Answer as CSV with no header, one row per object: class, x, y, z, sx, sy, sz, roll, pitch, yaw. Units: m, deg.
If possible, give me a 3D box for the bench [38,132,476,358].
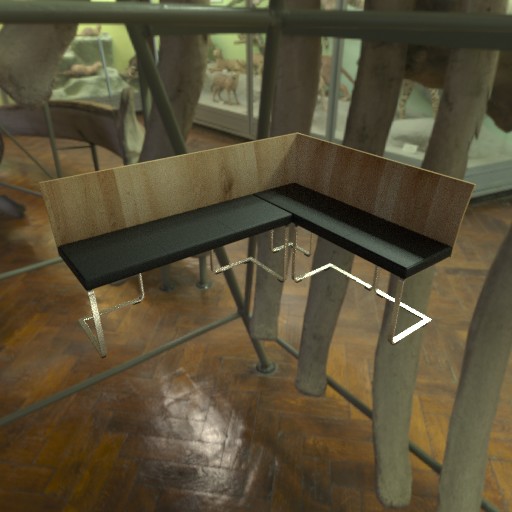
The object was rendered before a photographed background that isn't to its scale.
bench,0.000,0.000,2.706,1.945,0.930,1.495,-20,35,-32
